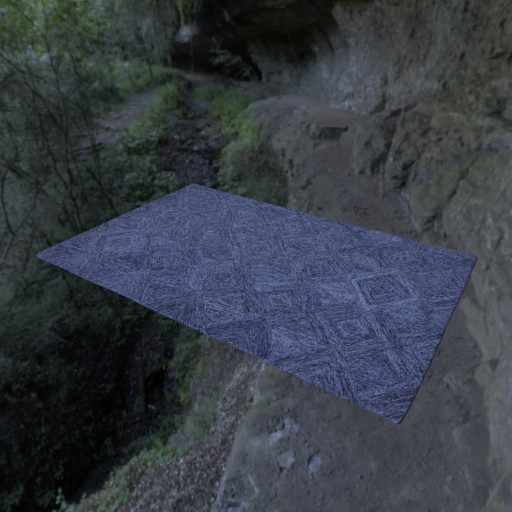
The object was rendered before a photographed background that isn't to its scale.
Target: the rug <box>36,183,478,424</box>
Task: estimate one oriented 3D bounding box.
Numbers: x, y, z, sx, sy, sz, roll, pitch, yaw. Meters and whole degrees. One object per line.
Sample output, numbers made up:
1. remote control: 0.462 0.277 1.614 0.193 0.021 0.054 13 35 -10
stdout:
1. rug: 0.000 0.000 2.085 1.752 0.013 1.158 18 34 29
